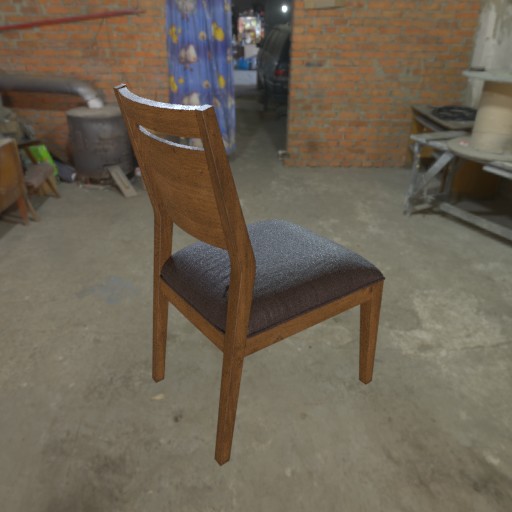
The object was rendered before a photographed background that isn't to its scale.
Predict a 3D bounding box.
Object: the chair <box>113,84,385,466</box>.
[{"bbox_3d":[0.000,0.000,1.294,0.610,0.939,0.501,-19,33,-32],"label":"chair"}]
